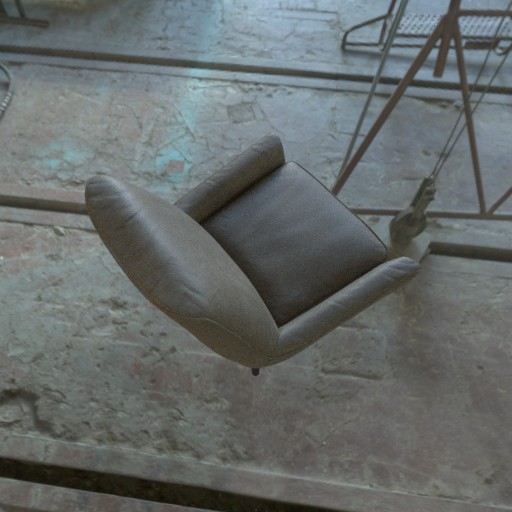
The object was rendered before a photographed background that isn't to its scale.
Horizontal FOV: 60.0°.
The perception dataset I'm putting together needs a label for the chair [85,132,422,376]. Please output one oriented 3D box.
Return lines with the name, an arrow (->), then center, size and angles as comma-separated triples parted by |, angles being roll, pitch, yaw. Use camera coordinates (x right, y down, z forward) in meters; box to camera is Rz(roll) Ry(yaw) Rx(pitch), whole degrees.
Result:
chair -> 0.000, 0.000, 1.515 | 0.824, 0.888, 0.787 | -34, 66, -18
